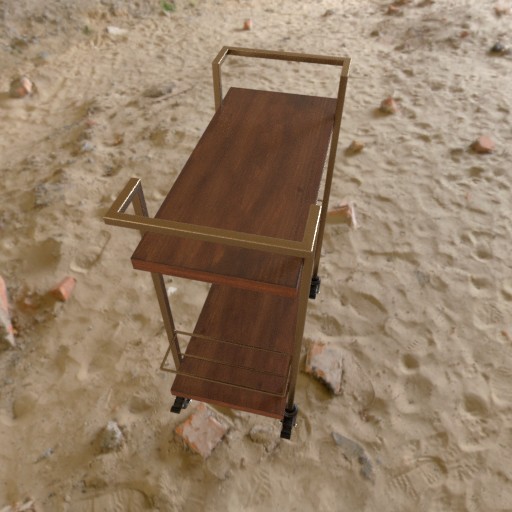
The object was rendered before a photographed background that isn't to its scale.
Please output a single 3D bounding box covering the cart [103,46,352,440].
[{"bbox_3d":[0.000,0.000,1.191,0.364,0.807,0.695,10,48,9],"label":"cart"}]
